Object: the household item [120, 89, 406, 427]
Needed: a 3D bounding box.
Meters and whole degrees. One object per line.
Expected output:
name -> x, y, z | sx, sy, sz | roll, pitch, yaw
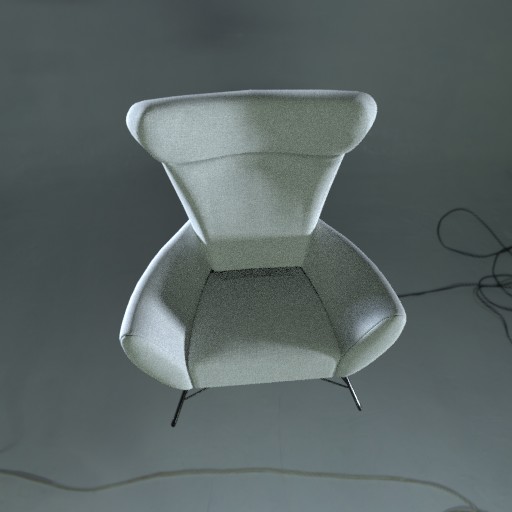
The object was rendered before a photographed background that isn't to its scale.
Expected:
household item -> 0.000, 0.000, 1.784 | 0.980, 1.050, 0.900 | -4, 47, -3
